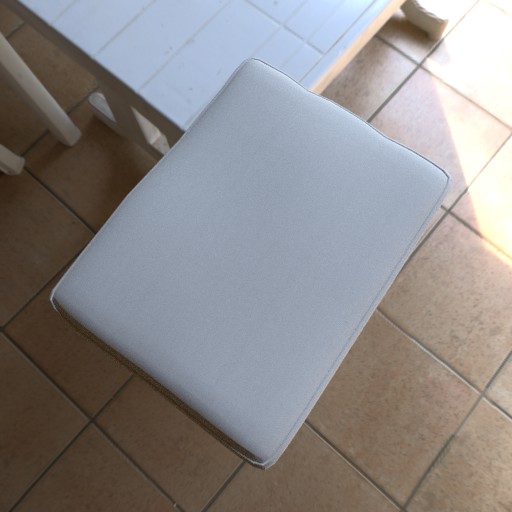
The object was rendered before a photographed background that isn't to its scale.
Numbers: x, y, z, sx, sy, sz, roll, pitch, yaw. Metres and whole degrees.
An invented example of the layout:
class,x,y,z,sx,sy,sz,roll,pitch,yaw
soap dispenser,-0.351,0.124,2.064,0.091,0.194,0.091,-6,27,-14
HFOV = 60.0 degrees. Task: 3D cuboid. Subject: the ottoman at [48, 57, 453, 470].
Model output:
class,x,y,z,sx,sy,sz,roll,pitch,yaw
ottoman,0.000,0.000,1.197,0.634,0.479,0.818,34,78,9
